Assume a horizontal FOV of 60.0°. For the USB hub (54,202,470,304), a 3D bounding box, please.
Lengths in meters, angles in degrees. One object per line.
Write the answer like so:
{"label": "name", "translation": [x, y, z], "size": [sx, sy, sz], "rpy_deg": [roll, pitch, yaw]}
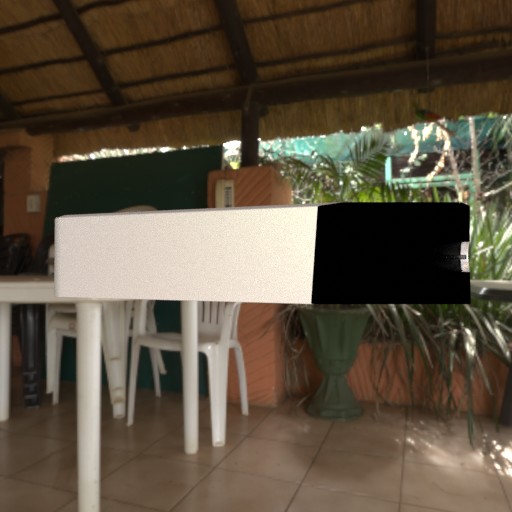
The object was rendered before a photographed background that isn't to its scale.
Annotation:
{"label": "USB hub", "translation": [0.000, 0.000, 0.128], "size": [0.110, 0.023, 0.044], "rpy_deg": [0, -1, 19]}
